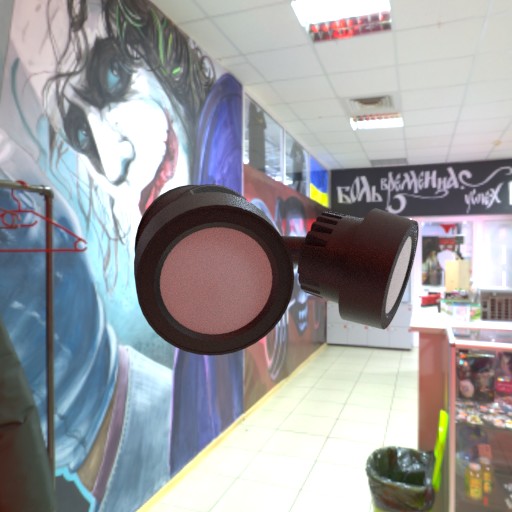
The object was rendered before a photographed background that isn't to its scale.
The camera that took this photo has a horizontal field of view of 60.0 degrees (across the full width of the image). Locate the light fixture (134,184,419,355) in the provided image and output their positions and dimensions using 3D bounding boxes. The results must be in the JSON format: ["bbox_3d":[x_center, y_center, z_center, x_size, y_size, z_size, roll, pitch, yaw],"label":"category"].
[{"bbox_3d":[0.000,0.000,0.307,0.213,0.120,0.168,0,0,-37],"label":"light fixture"}]
